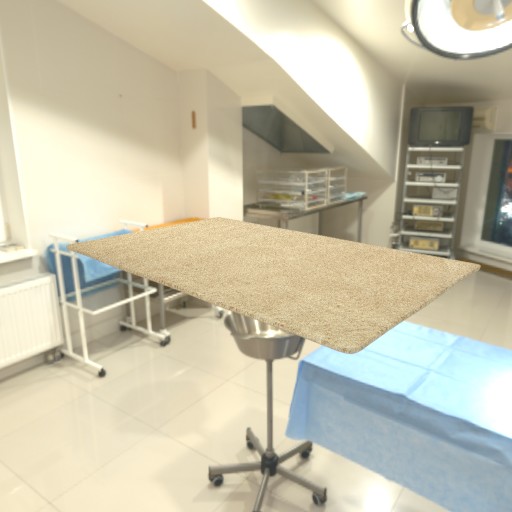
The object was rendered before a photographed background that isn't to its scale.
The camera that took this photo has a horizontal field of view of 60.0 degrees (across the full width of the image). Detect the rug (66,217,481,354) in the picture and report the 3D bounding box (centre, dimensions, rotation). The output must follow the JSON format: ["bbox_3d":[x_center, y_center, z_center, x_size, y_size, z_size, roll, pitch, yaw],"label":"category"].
[{"bbox_3d":[0.000,0.000,2.926,2.349,0.025,1.500,14,21,41],"label":"rug"}]
